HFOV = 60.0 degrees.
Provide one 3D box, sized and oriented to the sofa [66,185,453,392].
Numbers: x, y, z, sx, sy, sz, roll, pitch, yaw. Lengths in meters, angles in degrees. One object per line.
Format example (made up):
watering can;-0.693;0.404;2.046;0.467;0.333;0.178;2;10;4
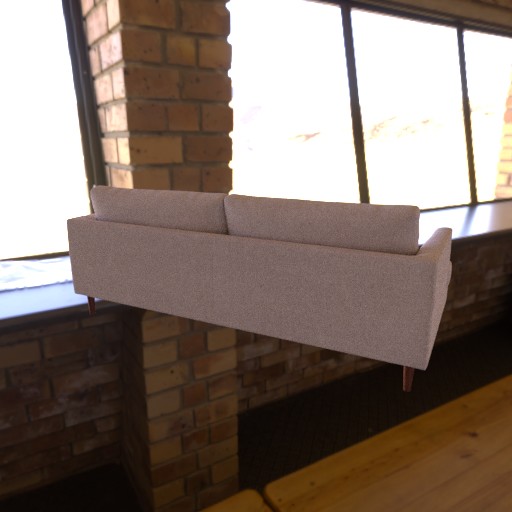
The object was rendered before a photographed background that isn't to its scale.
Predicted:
sofa;0.000;0.000;2.829;2.250;0.868;1.020;8;17;26
